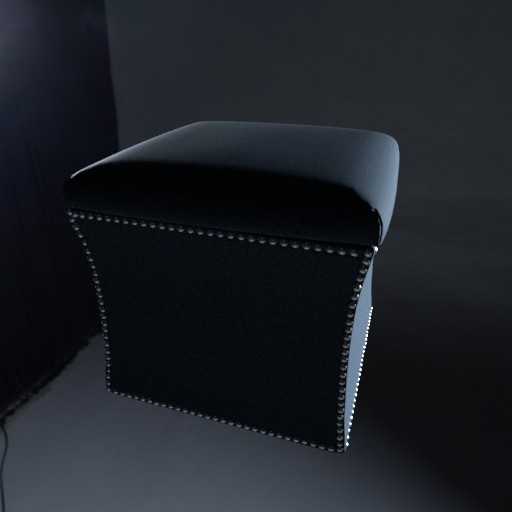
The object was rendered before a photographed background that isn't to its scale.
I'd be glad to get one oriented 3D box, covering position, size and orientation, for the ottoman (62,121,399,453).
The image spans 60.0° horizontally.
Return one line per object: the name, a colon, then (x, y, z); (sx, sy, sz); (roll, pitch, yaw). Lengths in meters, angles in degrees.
ottoman: (0.000, 0.000, 0.906); (0.507, 0.475, 0.497); (9, 28, 16)
